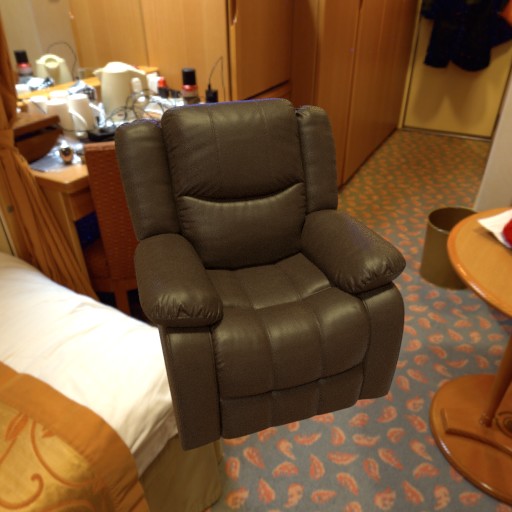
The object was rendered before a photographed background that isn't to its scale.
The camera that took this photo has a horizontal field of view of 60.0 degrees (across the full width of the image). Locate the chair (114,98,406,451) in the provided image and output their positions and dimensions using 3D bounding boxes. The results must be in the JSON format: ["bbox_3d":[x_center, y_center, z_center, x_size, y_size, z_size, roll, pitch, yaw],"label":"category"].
[{"bbox_3d":[0.000,0.000,1.704,0.899,1.009,0.934,-10,34,-15],"label":"chair"}]
